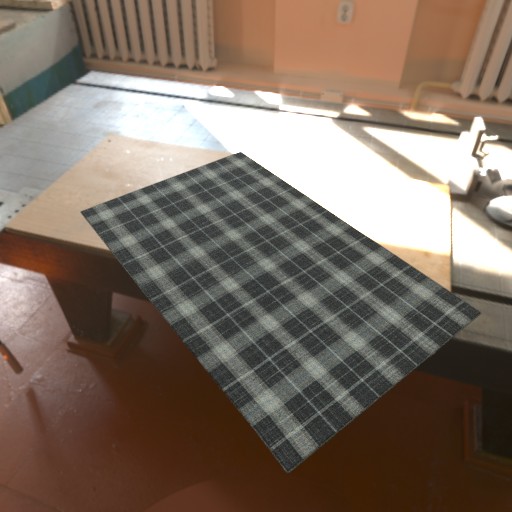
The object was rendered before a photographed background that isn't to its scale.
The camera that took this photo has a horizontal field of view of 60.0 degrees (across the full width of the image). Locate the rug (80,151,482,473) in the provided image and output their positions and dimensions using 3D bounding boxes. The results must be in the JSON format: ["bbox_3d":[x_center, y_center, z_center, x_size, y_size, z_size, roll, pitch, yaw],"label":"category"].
[{"bbox_3d":[0.000,0.000,3.001,1.520,0.015,2.434,-27,49,-27],"label":"rug"}]
